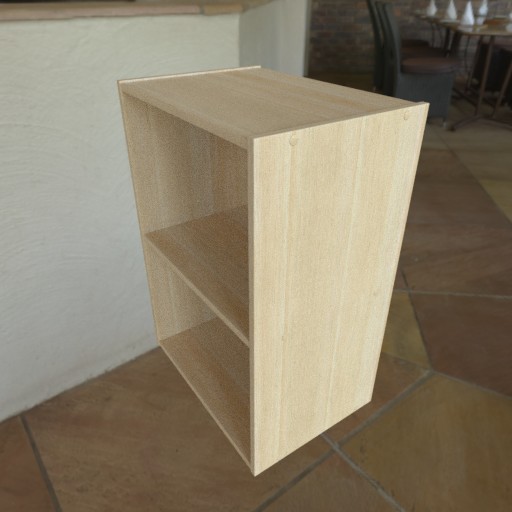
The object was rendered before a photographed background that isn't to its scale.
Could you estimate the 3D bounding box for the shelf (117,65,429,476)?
[{"bbox_3d":[0.000,0.000,0.830,0.290,0.592,0.414,-20,37,-29],"label":"shelf"}]
